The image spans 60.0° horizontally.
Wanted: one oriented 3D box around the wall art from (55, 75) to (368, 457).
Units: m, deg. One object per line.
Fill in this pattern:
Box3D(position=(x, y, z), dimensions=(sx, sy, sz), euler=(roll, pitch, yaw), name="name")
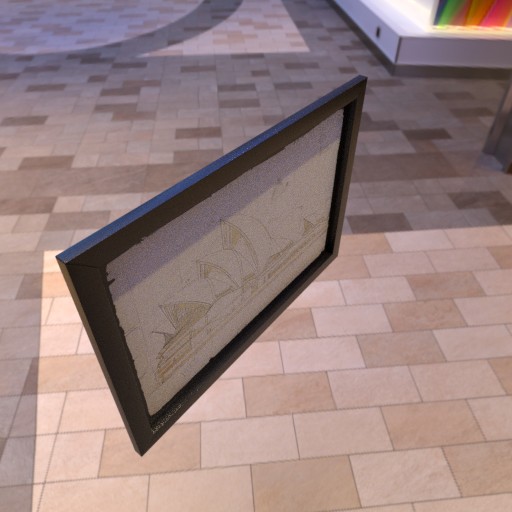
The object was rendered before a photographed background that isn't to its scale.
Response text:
Box3D(position=(0.000, 0.000, 0.539), dimensions=(0.013, 0.306, 0.440), euler=(28, 49, 27), name="wall art")
